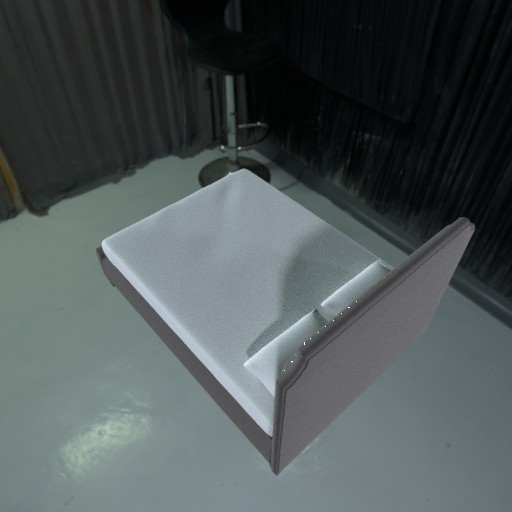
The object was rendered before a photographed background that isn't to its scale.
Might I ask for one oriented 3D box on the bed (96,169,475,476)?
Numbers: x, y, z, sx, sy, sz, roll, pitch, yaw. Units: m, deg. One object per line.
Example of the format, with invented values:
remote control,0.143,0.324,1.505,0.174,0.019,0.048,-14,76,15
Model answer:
bed,0.000,0.000,3.453,1.713,1.443,2.372,-33,54,-27
